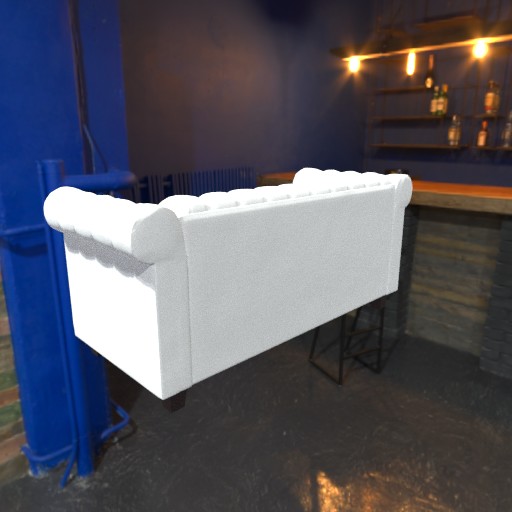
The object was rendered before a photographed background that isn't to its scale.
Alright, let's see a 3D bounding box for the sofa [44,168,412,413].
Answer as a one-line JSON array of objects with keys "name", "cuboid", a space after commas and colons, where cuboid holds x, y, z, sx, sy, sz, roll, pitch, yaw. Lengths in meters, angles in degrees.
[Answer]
[{"name": "sofa", "cuboid": [0.000, 0.000, 2.293, 1.798, 0.796, 0.771, -14, 21, -42]}]
